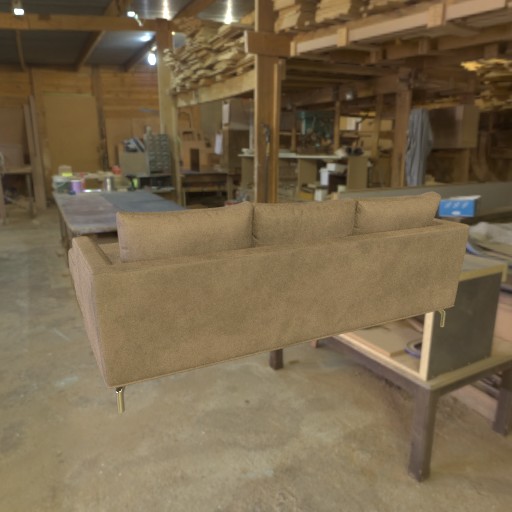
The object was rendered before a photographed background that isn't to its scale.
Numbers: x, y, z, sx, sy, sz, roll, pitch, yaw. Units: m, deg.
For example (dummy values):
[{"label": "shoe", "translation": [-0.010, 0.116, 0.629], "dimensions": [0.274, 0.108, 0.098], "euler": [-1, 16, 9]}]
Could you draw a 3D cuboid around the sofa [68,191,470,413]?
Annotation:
[{"label": "sofa", "translation": [0.000, 0.000, 3.209], "dimensions": [2.438, 0.987, 1.622], "euler": [-7, 16, -26]}]
